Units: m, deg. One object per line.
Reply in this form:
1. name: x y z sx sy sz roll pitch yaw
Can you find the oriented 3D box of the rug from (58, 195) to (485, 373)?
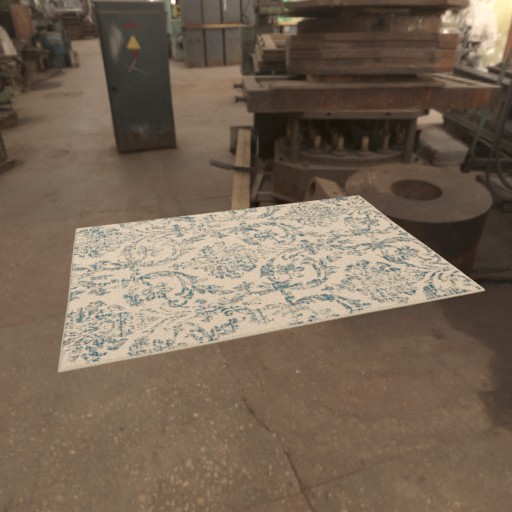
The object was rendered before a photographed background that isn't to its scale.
1. rug: 0.000 0.000 2.306 1.831 0.012 1.213 -8 31 -14
